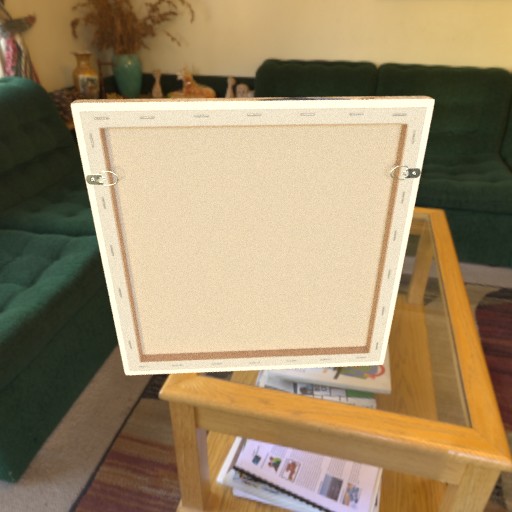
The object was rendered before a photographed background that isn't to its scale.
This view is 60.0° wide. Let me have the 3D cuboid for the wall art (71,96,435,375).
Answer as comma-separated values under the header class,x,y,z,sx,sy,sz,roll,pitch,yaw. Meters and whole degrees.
class,x,y,z,sx,sy,sz,roll,pitch,yaw
wall art,0.000,0.000,1.346,0.912,0.914,0.039,-2,30,-3
